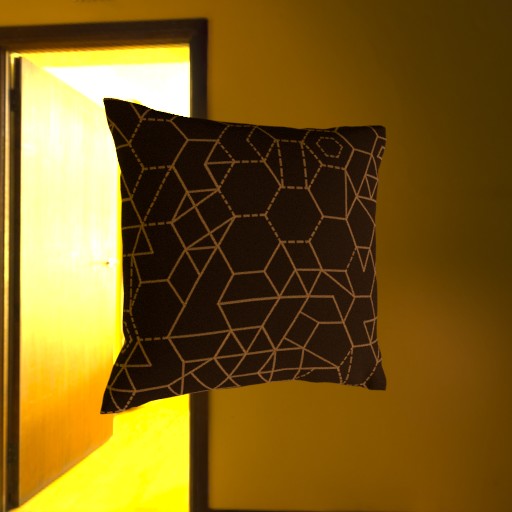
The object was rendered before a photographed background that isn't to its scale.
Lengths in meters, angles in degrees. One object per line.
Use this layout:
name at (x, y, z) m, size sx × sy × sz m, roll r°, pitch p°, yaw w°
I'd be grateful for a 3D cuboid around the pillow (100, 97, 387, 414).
pillow at (0.000, 0.000, 0.781) m, size 0.517 × 0.508 × 0.158 m, roll 0°, pitch -1°, yaw -16°
